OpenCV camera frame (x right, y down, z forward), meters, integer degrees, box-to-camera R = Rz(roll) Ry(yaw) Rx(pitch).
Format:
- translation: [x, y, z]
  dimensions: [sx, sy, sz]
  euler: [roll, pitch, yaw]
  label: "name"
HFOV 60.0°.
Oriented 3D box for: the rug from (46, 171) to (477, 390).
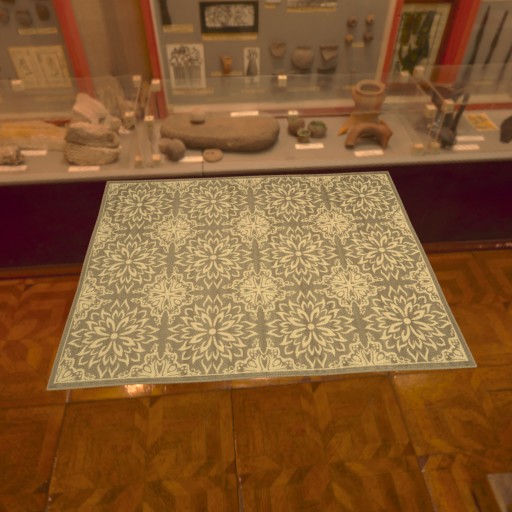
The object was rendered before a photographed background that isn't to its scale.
- translation: [0.000, 0.000, 3.875]
  dimensions: [2.980, 0.012, 2.363]
  euler: [-2, 46, -2]
  label: "rug"
